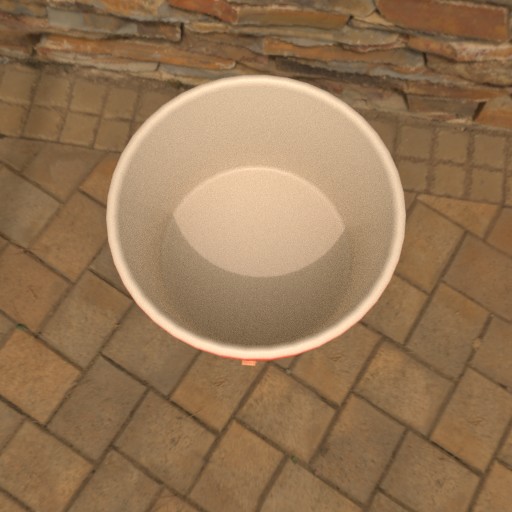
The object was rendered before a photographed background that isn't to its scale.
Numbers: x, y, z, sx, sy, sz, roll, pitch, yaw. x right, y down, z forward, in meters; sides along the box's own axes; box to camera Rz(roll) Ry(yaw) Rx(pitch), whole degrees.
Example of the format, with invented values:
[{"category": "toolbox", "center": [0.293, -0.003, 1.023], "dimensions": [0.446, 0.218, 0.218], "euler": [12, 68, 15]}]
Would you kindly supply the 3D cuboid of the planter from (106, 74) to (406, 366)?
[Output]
[{"category": "planter", "center": [0.000, 0.000, 0.561], "dimensions": [0.269, 0.379, 0.269], "euler": [0, 76, 0]}]
